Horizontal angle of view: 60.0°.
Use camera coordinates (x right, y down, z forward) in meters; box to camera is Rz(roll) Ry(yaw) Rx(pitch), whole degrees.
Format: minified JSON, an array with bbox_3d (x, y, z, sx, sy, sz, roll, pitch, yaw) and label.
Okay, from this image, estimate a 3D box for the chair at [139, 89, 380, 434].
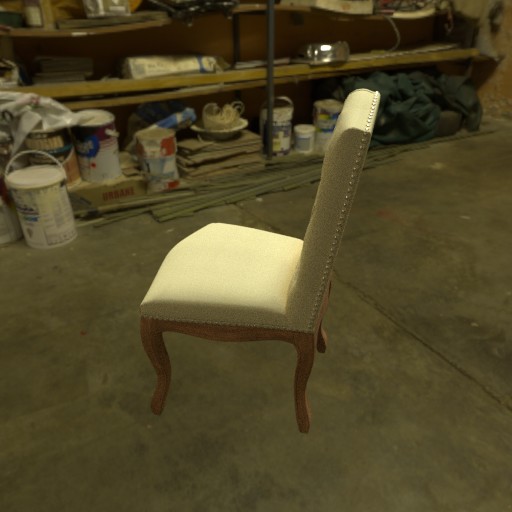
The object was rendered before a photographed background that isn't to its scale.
[{"bbox_3d":[0.000,0.000,1.596,0.715,1.165,0.623,8,31,13],"label":"chair"}]
